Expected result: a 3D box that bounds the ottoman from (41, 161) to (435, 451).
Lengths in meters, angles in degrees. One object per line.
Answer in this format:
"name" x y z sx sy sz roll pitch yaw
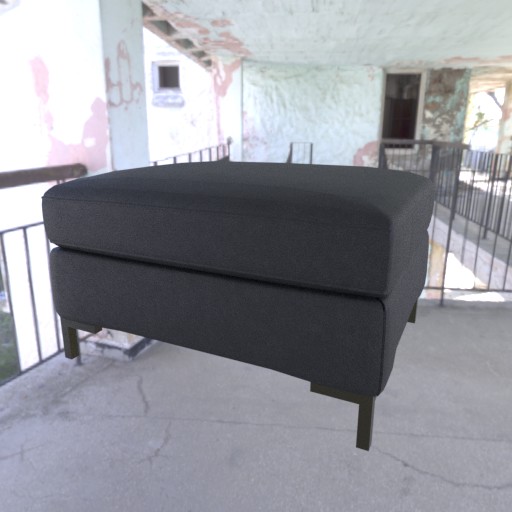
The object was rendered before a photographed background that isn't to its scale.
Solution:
"ottoman" 0.000 0.000 1.727 1.187 0.696 0.967 8 18 25
